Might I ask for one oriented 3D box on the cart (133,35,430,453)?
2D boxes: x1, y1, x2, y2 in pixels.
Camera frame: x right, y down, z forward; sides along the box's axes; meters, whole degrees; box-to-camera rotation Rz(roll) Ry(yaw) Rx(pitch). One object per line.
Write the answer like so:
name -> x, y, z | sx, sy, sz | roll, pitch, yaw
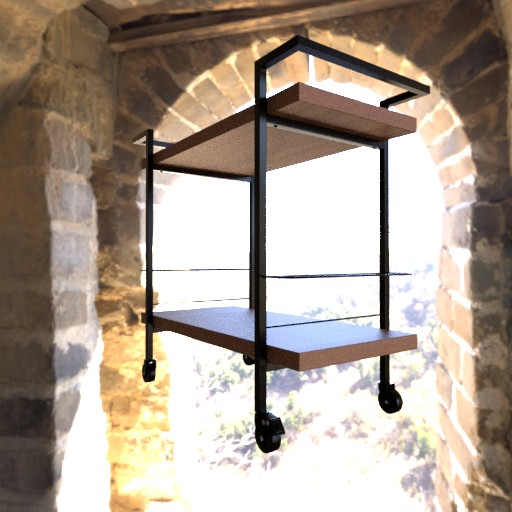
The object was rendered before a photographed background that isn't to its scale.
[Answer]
cart -> 0.000, 0.000, 1.211 | 0.406, 0.762, 0.806 | 0, -1, -36
